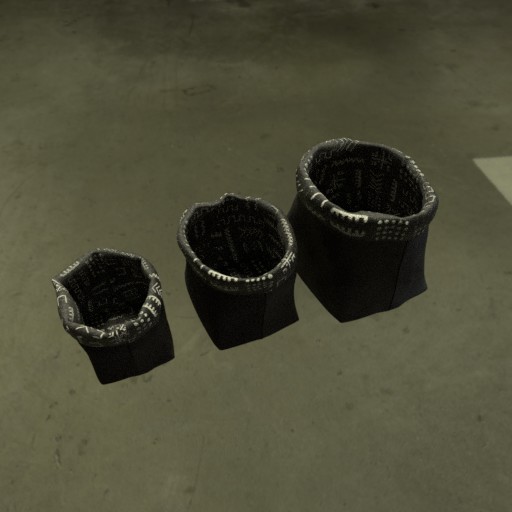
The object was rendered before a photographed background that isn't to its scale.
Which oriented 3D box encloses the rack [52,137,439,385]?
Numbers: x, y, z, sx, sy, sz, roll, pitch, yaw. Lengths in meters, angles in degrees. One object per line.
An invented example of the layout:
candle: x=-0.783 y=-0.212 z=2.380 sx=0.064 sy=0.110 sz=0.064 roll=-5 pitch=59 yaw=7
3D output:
rack: x=0.000 y=0.000 z=1.075 sx=0.905 sy=0.323 sz=0.379 roll=-18 pitch=48 yaw=-17
